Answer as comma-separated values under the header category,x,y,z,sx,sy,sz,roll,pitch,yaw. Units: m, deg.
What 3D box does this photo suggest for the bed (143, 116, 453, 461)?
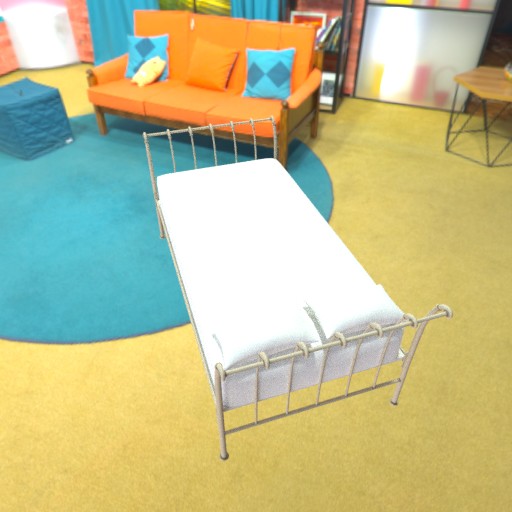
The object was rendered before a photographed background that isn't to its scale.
category,x,y,z,sx,sy,sz,roll,pitch,yaw
bed,0.000,0.000,2.803,1.032,0.873,2.228,-12,41,-14
